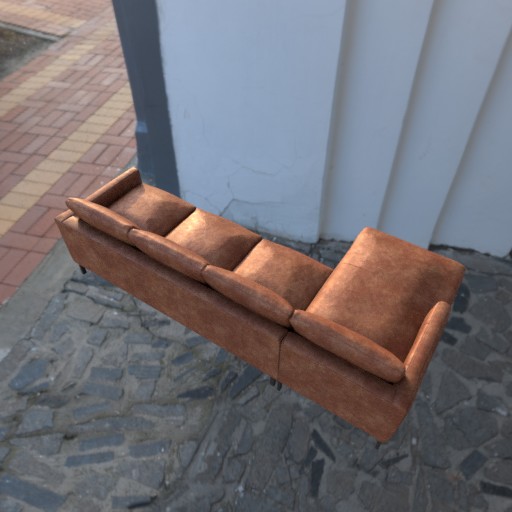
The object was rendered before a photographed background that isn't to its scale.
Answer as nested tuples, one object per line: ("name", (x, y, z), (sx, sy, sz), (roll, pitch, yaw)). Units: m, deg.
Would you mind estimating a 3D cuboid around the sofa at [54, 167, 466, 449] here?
("sofa", (0.000, 0.000, 3.615), (2.993, 0.859, 1.471), (25, 51, 22))
